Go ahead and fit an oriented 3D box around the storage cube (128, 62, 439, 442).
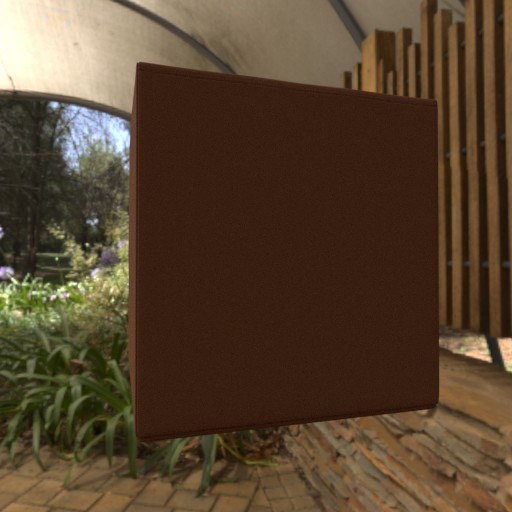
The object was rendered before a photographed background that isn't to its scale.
[{"bbox_3d":[0.000,0.000,0.487,0.270,0.280,0.270,0,-1,-17],"label":"storage cube"}]
